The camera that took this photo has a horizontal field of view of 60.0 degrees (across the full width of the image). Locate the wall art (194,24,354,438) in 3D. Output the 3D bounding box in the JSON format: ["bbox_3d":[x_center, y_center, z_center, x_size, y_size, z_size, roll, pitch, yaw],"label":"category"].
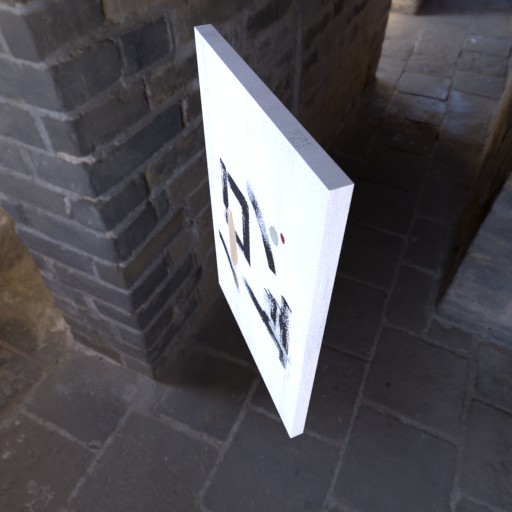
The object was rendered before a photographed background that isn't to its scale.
[{"bbox_3d":[0.000,0.000,1.143,0.043,0.914,0.624,-17,50,-15],"label":"wall art"}]
